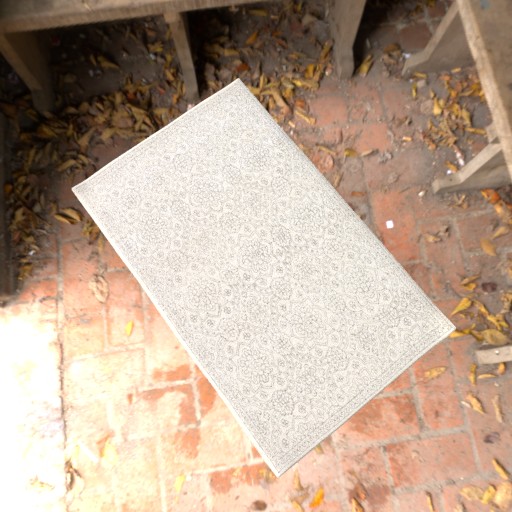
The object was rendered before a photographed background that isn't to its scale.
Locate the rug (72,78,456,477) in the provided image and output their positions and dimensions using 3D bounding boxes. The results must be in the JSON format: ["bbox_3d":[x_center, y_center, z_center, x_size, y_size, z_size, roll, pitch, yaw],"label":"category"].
[{"bbox_3d":[0.000,0.000,2.471,1.214,0.023,1.947,-37,79,-8],"label":"rug"}]
